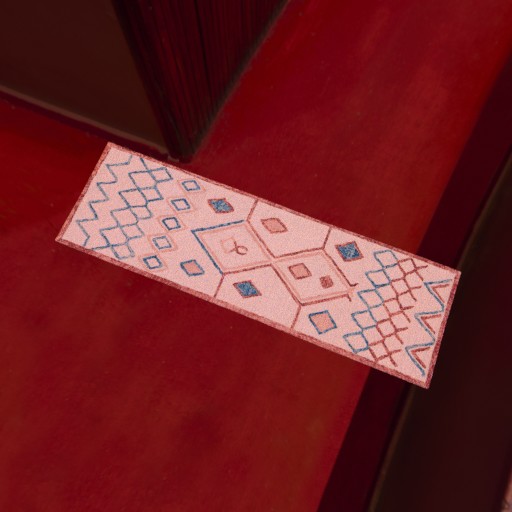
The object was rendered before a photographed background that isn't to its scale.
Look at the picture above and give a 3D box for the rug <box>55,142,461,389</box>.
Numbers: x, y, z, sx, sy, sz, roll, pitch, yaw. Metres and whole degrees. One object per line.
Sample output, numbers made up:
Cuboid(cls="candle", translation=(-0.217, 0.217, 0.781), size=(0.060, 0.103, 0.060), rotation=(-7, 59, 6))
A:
Cuboid(cls="rug", translation=(0.000, 0.000, 2.771), size=(2.435, 0.011, 0.750), rotation=(21, 76, 6))
